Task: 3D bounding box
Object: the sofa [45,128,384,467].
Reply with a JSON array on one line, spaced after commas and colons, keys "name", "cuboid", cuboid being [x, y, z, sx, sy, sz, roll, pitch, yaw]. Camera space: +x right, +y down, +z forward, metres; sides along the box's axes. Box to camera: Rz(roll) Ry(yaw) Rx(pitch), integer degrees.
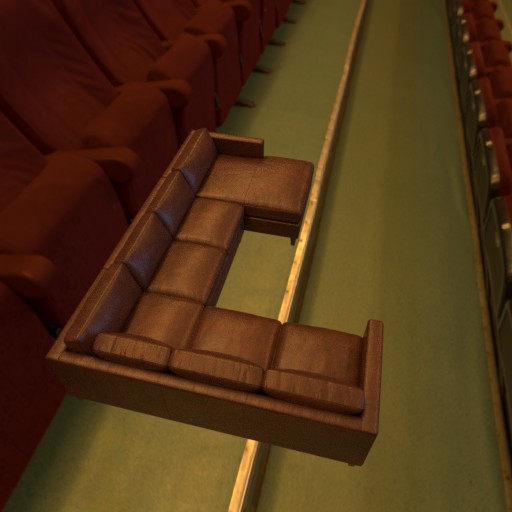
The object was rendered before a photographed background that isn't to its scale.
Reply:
[{"name": "sofa", "cuboid": [0.000, 0.000, 4.420, 2.452, 0.891, 3.324, 10, 47, 9]}]
